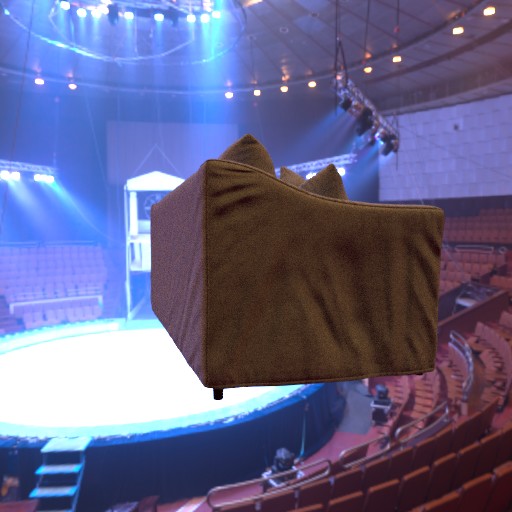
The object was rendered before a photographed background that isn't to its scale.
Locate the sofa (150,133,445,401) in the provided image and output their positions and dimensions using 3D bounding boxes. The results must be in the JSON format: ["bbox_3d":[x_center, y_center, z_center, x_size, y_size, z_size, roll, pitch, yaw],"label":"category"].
[{"bbox_3d":[0.000,0.000,2.652,1.072,1.018,2.010,-1,2,-19],"label":"sofa"}]
